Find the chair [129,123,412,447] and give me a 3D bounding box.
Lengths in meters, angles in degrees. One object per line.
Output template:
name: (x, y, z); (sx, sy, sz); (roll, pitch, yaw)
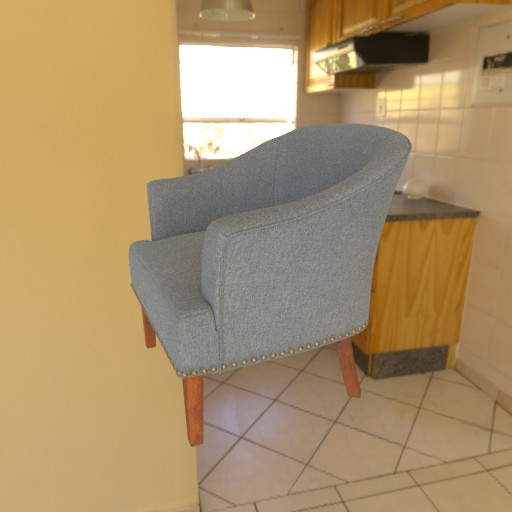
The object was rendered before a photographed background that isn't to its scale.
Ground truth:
chair: (0.000, 0.000, 1.423); (0.704, 0.815, 0.798); (-7, 18, -23)
